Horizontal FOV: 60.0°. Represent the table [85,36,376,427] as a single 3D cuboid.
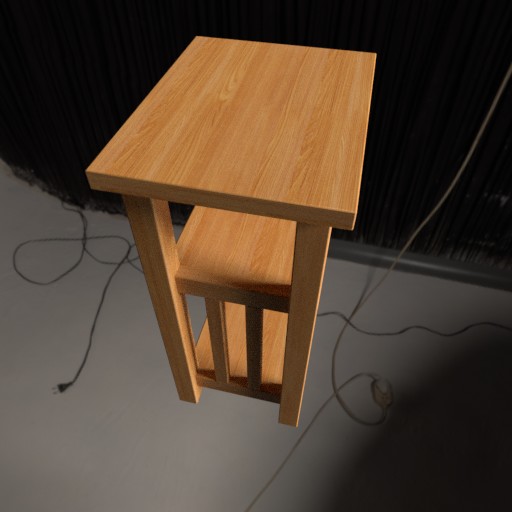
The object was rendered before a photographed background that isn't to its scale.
[{"bbox_3d":[0.000,0.000,0.738,0.270,0.550,0.350,10,48,9],"label":"table"}]
